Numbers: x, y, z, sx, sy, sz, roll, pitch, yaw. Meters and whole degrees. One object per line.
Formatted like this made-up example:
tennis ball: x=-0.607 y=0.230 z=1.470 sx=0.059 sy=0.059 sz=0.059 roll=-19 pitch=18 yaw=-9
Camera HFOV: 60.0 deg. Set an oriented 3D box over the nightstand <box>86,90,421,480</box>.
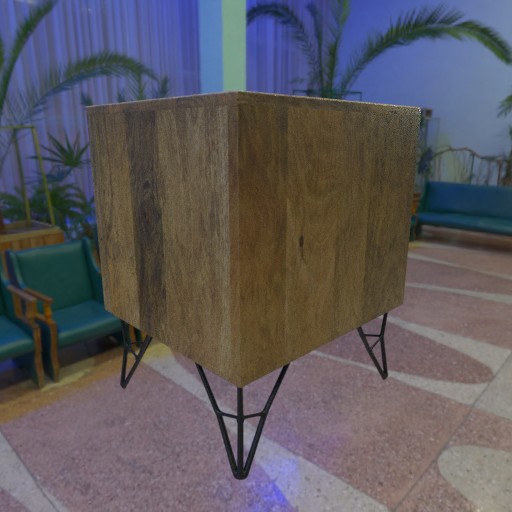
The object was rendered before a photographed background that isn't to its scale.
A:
nightstand: x=0.000 y=0.000 z=0.875 sx=0.457 sy=0.559 sz=0.406 roll=-14 pitch=21 yaw=-42
